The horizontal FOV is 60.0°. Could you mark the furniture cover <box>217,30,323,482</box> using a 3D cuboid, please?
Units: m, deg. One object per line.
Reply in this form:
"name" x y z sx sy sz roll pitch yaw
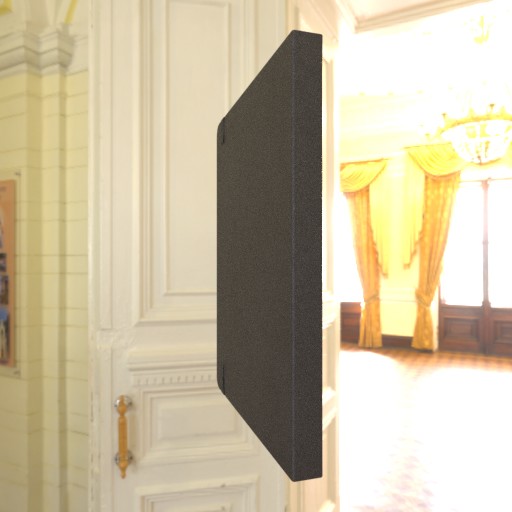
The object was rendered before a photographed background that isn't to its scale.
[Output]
"furniture cover" 0.000 0.000 0.380 0.023 0.281 0.216 0 0 -18
